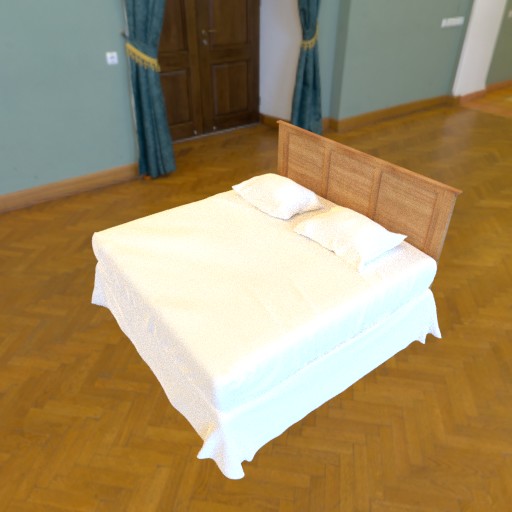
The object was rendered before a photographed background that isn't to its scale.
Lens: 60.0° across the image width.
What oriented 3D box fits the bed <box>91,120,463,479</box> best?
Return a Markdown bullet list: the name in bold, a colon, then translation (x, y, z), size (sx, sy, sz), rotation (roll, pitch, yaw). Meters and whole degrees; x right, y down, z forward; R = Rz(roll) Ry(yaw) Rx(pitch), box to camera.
- **bed**: translation (0.000, 0.000, 3.550), size (2.215, 1.270, 2.317), rotation (-23, 40, -30)
